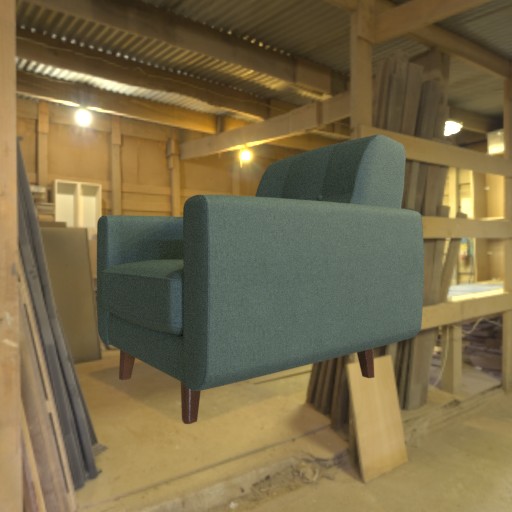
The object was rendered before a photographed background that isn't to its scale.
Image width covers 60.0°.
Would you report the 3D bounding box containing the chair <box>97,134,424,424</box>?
[{"bbox_3d":[0.000,0.000,1.552,0.909,0.841,0.831,0,0,-36],"label":"chair"}]
